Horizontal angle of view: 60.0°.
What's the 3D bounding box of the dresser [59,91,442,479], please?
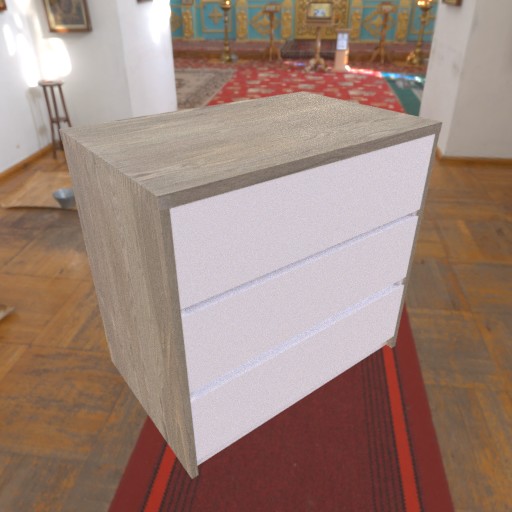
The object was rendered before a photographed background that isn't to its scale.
[{"bbox_3d":[0.000,0.000,1.309,0.809,0.762,0.529,-21,37,-32],"label":"dresser"}]
